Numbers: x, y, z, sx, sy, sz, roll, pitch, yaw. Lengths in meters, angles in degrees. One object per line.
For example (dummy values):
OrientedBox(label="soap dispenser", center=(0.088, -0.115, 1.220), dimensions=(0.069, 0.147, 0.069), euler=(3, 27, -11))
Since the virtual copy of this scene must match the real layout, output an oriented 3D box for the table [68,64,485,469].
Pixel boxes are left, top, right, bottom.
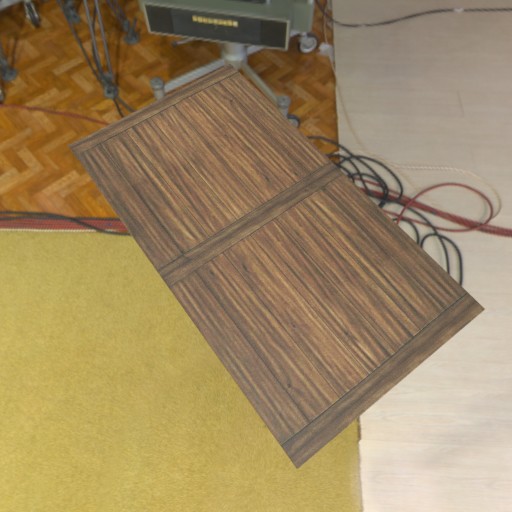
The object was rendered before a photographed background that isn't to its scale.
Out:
OrientedBox(label="table", center=(0.000, 0.000, 2.532), dimensions=(1.071, 0.793, 1.966), euler=(-33, 67, -16))
